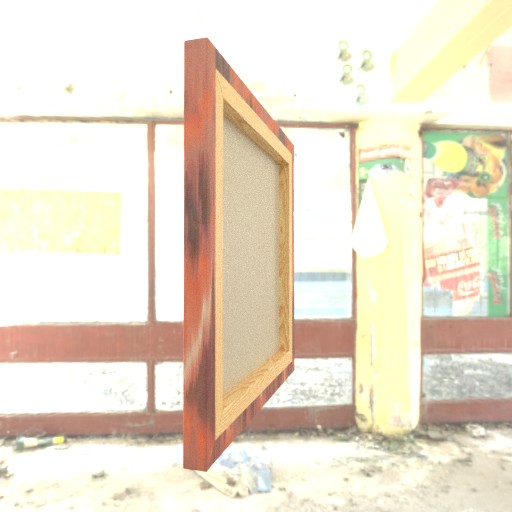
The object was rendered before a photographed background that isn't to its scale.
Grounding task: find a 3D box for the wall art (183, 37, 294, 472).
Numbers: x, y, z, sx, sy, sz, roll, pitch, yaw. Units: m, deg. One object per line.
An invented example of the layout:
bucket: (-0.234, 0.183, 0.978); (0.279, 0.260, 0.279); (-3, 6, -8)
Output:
wall art: (0.000, 0.000, 0.912); (0.037, 0.609, 0.603); (0, -1, 17)
